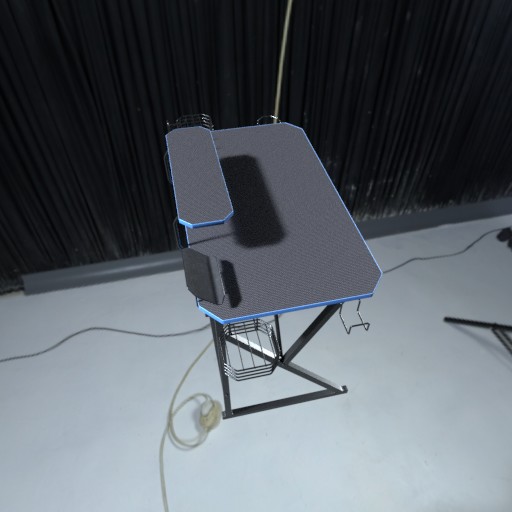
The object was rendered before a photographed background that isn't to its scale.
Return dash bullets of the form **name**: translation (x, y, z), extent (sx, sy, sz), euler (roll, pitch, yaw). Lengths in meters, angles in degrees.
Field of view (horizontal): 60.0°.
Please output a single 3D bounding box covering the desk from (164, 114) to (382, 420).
- **desk**: translation (0.000, 0.000, 1.792), extent (0.594, 0.909, 1.295), euler (-9, 47, -9)
